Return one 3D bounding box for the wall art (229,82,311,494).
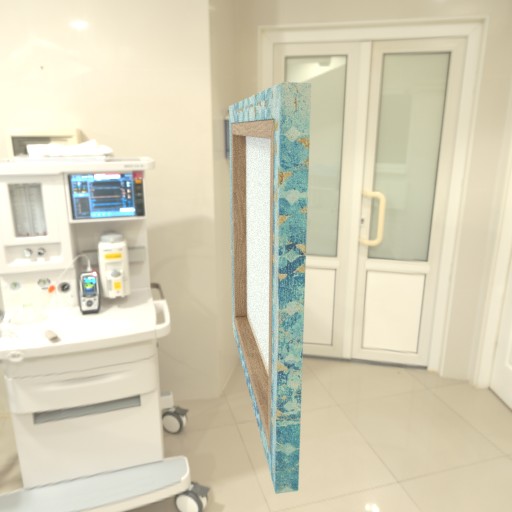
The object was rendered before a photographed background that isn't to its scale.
[{"bbox_3d":[0.000,0.000,0.908,0.040,0.609,0.609,-3,16,-9],"label":"wall art"}]
